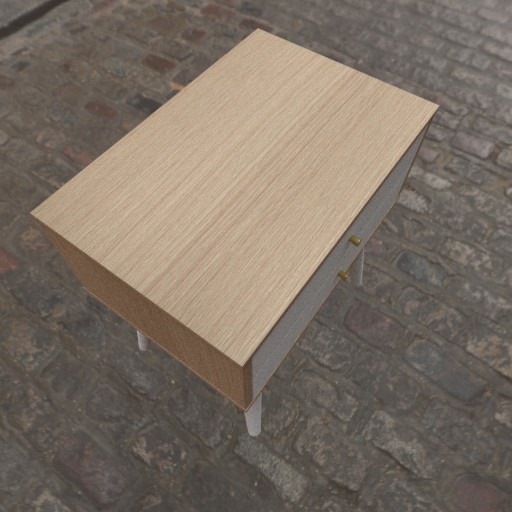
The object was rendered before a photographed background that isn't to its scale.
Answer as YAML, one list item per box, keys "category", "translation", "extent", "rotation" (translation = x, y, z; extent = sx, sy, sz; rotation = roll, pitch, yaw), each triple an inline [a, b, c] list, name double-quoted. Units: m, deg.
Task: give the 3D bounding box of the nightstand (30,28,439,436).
- category: "nightstand"
  translation: [0.000, 0.000, 0.969]
  extent: [0.407, 0.610, 0.571]
  rotation: [32, 64, 18]
